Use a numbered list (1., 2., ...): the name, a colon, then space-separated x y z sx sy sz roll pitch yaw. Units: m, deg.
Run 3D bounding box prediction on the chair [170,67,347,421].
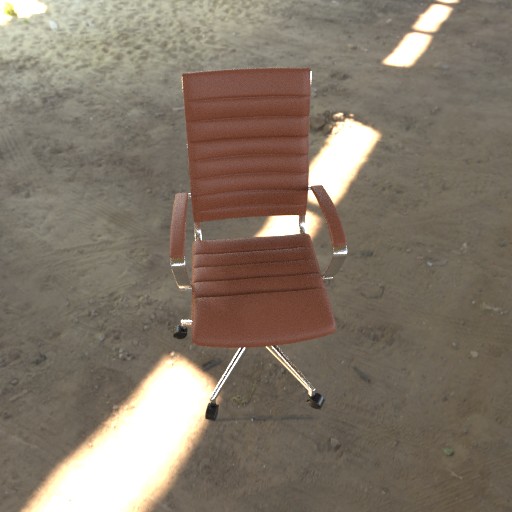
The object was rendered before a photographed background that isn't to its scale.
1. chair: 0.000 0.000 1.675 0.766 1.149 0.739 -4 45 -4
